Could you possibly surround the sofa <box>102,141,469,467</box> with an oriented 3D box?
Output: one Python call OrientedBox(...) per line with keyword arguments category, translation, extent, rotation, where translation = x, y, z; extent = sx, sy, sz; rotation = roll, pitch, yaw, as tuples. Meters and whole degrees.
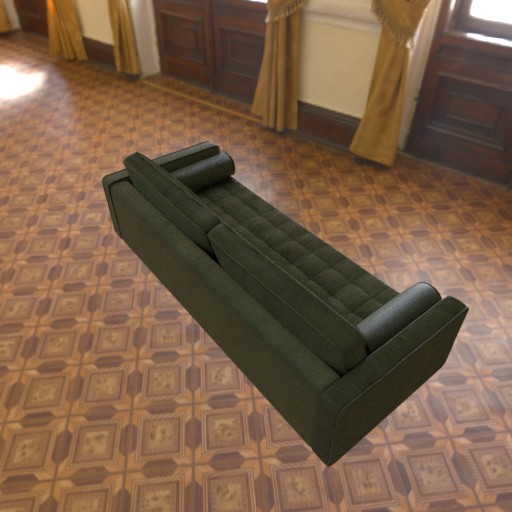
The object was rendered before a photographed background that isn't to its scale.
OrientedBox(category="sofa", translation=(0.000, 0.000, 2.654), extent=(0.918, 0.769, 2.199), rotation=(-28, 48, -28))
